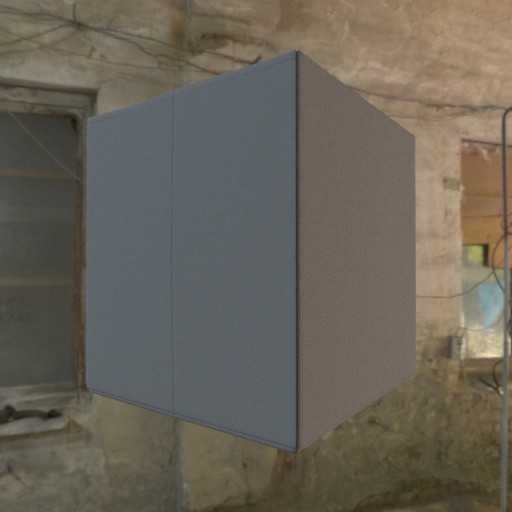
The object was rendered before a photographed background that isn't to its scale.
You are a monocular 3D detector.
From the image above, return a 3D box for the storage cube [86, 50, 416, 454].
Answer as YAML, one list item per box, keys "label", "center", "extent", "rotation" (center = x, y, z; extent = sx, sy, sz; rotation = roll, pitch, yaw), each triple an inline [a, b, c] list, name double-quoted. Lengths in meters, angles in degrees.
- label: "storage cube"
  center: [0.000, 0.000, 0.487]
  extent: [0.270, 0.280, 0.270]
  rotation: [0, -1, 36]
